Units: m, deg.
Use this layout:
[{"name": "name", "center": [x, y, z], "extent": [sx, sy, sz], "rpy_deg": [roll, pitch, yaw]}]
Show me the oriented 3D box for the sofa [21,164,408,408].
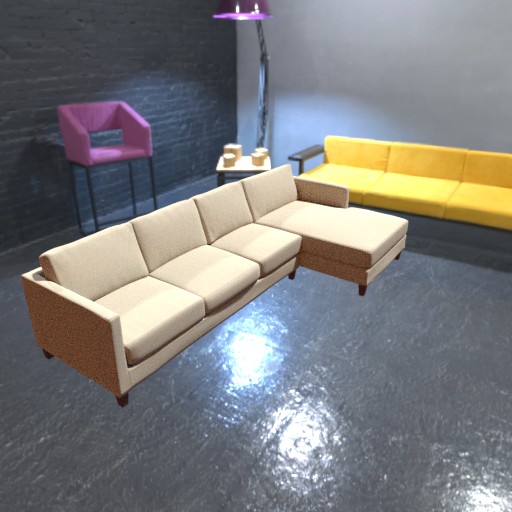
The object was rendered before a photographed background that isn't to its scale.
[{"name": "sofa", "center": [0.000, 0.000, 3.795], "extent": [1.625, 0.861, 3.186], "rpy_deg": [17, 31, 32]}]
